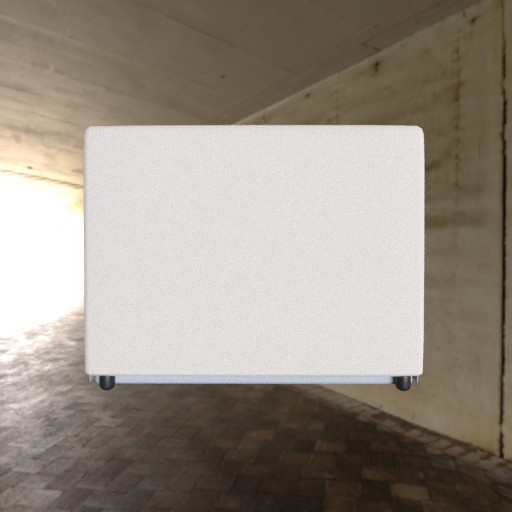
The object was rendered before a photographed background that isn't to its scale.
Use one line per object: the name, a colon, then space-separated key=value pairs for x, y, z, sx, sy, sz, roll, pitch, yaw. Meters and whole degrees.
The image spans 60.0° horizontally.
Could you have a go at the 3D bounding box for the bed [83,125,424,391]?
bed: x=0.000 y=0.000 z=3.231 sx=1.748 sy=1.330 sz=2.142 roll=0 pitch=1 yaw=0
